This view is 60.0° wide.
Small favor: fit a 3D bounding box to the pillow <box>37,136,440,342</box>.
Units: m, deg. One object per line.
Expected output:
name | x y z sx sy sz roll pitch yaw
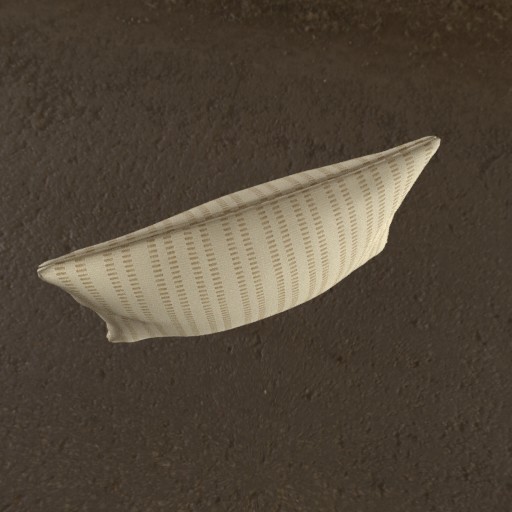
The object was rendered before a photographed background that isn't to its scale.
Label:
pillow | 0.000 0.000 0.799 0.640 0.353 0.210 -19 65 -9
